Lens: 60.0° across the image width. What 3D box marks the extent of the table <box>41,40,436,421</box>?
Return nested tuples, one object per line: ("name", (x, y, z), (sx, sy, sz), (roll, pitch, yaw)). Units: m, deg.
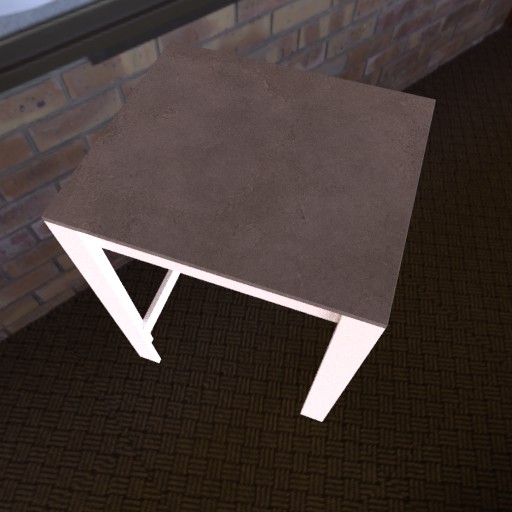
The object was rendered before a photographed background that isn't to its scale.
("table", (0.000, 0.000, 1.555), (0.800, 1.020, 0.700), (17, 61, 10))
